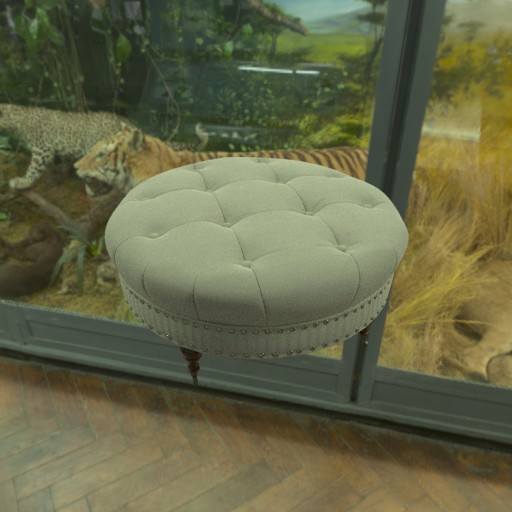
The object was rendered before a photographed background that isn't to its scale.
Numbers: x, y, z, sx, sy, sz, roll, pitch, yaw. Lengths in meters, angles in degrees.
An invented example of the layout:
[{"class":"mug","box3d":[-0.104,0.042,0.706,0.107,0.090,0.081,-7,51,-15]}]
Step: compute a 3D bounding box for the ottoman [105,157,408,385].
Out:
[{"class":"ottoman","box3d":[0.000,0.000,1.429,0.901,0.439,0.901,0,31,0]}]
